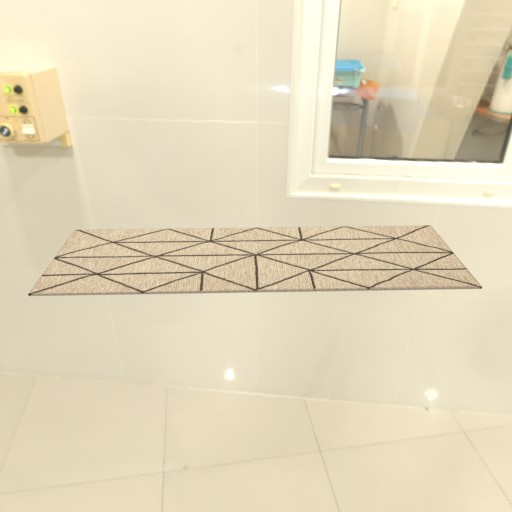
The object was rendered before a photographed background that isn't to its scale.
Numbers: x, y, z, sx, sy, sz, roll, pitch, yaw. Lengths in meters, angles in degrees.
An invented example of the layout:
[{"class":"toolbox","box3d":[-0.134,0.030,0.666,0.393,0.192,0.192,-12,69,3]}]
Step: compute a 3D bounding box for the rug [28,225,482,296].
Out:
[{"class":"rug","box3d":[0.000,0.000,2.703,2.438,0.012,0.762,-1,30,-1]}]
